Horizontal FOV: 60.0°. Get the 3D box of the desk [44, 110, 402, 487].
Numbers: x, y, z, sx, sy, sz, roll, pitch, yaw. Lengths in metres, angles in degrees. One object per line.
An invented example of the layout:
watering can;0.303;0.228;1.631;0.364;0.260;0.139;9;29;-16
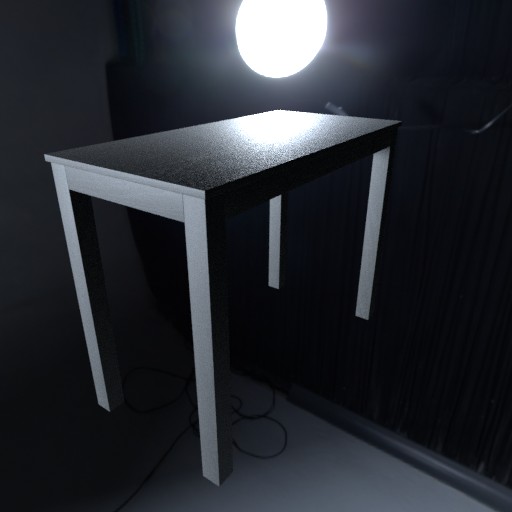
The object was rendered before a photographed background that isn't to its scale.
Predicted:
desk;0.000;0.000;1.422;0.499;0.762;0.991;17;30;32
